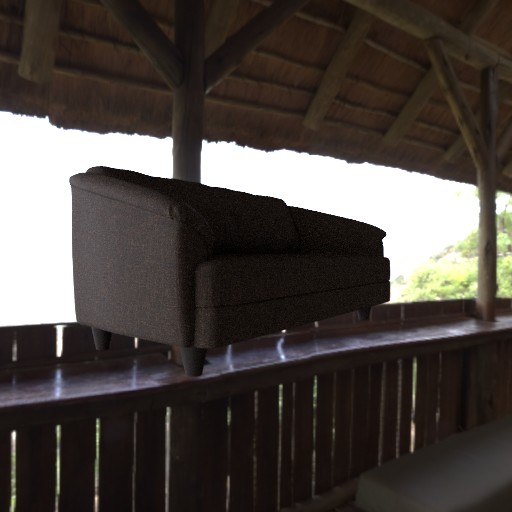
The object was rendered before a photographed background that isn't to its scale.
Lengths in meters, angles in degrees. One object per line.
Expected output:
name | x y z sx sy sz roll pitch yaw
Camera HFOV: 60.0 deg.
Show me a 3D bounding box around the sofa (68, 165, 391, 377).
sofa | 0.000 0.000 2.269 0.887 0.790 1.849 0 1 36
